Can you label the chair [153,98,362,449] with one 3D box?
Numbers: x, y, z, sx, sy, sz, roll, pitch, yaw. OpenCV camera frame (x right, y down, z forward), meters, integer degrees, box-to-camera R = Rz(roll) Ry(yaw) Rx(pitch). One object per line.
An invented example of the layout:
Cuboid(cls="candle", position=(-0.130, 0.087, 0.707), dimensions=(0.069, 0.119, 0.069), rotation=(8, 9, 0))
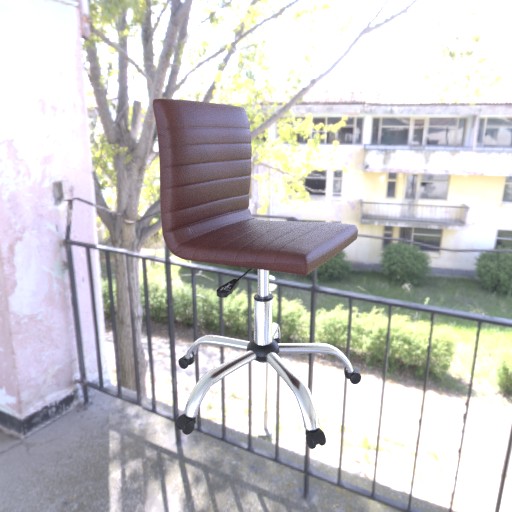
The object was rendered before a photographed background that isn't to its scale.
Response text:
Cuboid(cls="chair", position=(0.000, 0.000, 1.173), dimensions=(0.530, 0.780, 0.556), rotation=(8, 17, 27))
